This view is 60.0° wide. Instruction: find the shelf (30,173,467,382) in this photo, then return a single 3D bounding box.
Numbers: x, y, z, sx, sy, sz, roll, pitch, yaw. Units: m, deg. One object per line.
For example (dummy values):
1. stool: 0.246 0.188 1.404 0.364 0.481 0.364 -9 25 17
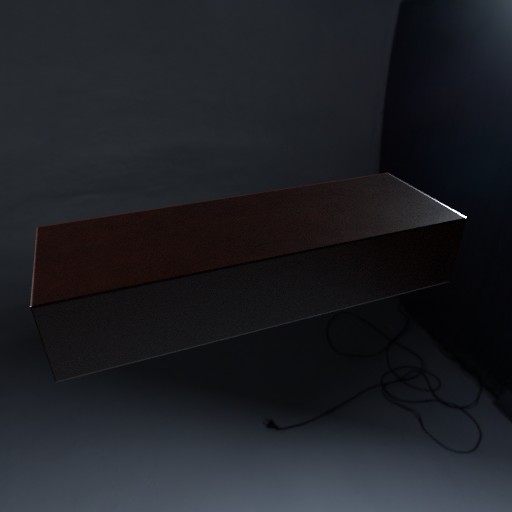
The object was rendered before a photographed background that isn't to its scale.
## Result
1. shelf: 0.000 0.000 0.519 0.457 0.088 0.152 -11 33 -18
